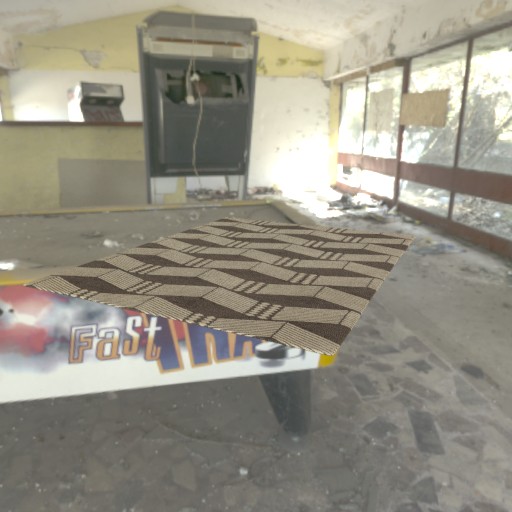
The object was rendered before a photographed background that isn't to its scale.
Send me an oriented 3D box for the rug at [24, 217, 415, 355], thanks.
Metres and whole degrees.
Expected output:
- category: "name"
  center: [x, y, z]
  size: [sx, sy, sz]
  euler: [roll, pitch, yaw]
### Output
- category: "rug"
  center: [0.000, 0.000, 4.137]
  size: [2.438, 0.016, 3.048]
  euler: [8, 18, 26]
